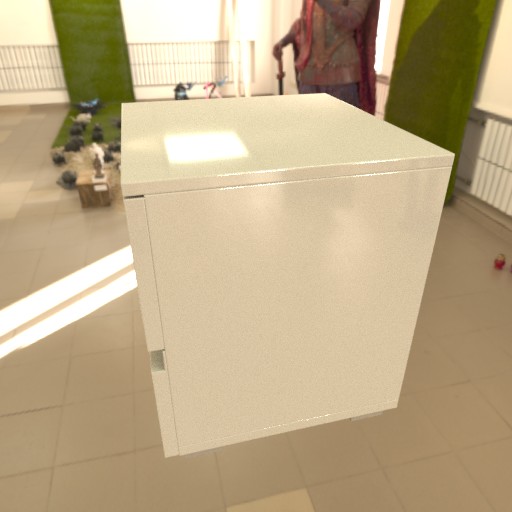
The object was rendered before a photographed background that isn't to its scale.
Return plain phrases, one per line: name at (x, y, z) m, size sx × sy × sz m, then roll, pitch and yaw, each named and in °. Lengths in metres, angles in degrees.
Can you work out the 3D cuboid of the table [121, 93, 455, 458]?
table at (0.000, 0.000, 0.798) m, size 0.400 × 0.470 × 0.420 m, roll -7°, pitch 31°, yaw -13°
